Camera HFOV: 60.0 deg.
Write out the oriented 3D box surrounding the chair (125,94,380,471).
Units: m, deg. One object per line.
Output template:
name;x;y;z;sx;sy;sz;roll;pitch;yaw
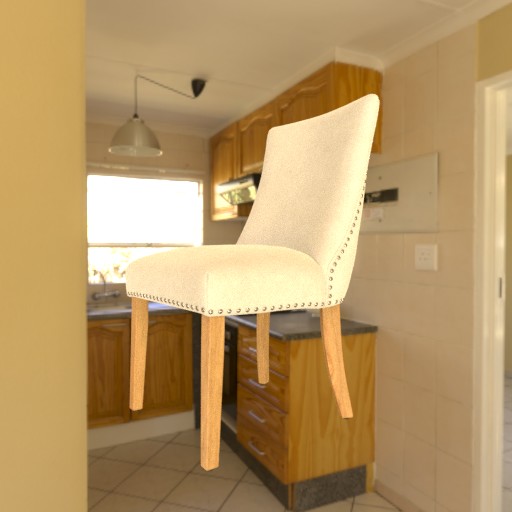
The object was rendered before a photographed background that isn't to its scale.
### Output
chair;0.000;0.000;1.273;0.610;0.902;0.495;-1;2;-36
